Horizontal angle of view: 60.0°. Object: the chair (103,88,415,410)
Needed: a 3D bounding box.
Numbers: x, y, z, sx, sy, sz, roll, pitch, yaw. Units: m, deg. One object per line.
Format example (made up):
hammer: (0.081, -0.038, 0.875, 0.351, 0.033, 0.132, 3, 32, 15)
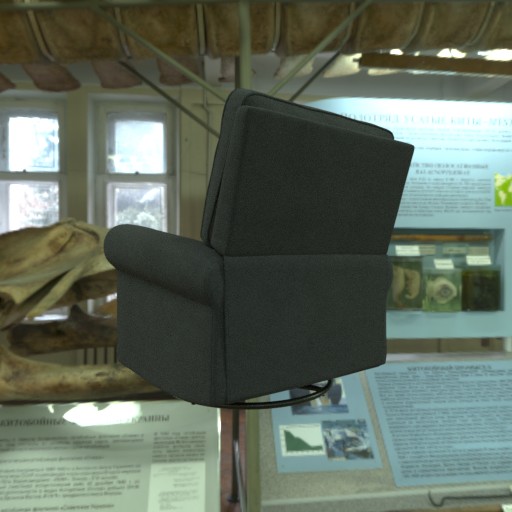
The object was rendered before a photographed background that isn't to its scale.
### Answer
chair: (0.000, 0.000, 1.661, 0.890, 0.961, 0.878, -1, 1, -37)
